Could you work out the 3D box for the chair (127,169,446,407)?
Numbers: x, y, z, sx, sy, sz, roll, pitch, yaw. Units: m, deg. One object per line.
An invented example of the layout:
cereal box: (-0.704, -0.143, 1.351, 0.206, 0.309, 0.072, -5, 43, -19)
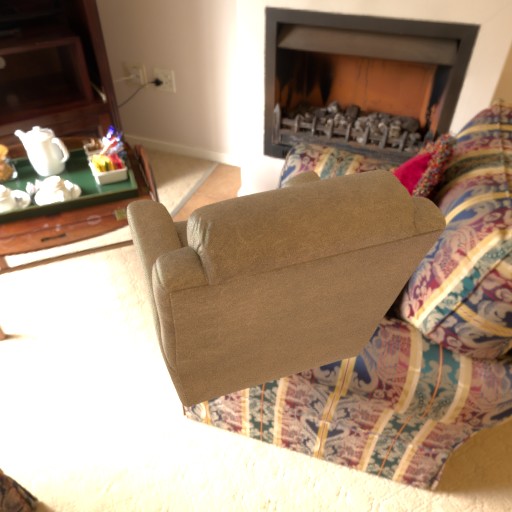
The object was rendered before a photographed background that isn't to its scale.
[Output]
chair: (0.000, 0.000, 1.878, 0.965, 1.116, 1.068, -13, 43, -14)
